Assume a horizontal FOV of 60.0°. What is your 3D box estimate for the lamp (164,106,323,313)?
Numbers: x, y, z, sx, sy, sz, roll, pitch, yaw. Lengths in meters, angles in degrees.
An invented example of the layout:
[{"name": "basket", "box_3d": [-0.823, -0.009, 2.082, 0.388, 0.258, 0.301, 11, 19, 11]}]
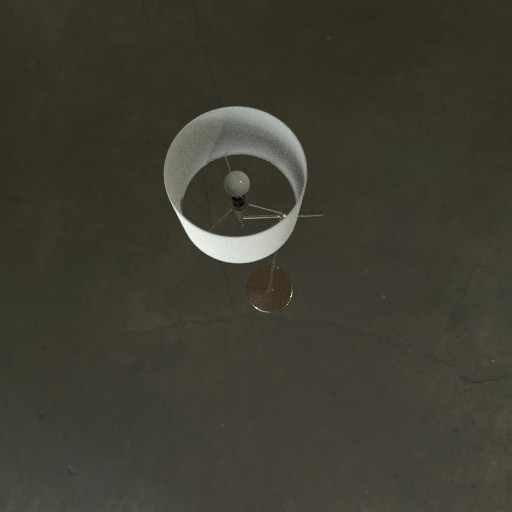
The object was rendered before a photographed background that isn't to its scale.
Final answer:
[{"name": "lamp", "box_3d": [0.000, 0.000, 1.773, 0.416, 1.600, 0.324, -3, 76, -1]}]
